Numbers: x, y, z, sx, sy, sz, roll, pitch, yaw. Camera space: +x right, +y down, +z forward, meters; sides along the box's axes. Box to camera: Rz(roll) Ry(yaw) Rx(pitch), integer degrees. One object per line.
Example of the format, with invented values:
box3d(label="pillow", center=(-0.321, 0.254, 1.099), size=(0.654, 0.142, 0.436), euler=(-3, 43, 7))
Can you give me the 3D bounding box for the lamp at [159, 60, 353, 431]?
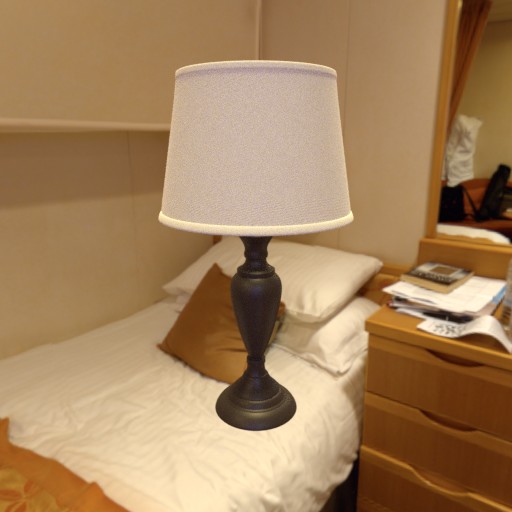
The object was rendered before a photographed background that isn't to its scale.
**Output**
box3d(label="lamp", center=(0.000, 0.000, 0.797), size=(0.335, 0.611, 0.335), euler=(0, 15, 0))
